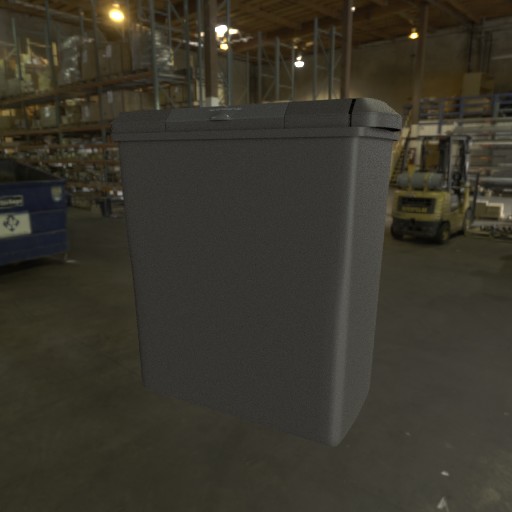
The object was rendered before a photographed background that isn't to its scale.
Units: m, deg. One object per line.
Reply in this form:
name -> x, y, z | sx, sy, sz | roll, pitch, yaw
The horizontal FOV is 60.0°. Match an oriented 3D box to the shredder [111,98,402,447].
shredder -> 0.000, 0.000, 0.523 | 0.320, 0.335, 0.170 | 7, 14, 27
